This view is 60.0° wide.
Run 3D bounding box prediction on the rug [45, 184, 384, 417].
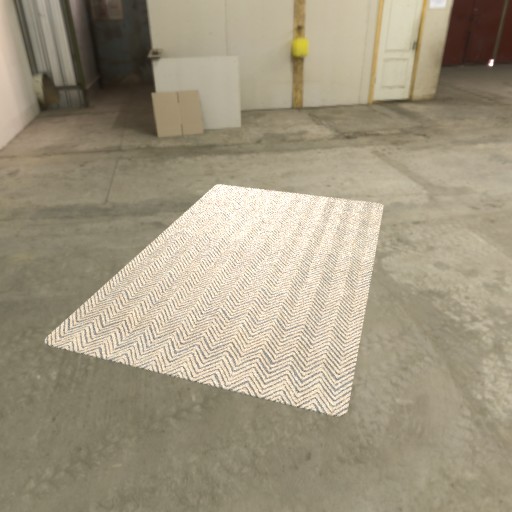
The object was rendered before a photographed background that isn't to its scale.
[{"bbox_3d":[0.000,0.000,2.240,1.144,0.008,1.752,9,31,15],"label":"rug"}]
